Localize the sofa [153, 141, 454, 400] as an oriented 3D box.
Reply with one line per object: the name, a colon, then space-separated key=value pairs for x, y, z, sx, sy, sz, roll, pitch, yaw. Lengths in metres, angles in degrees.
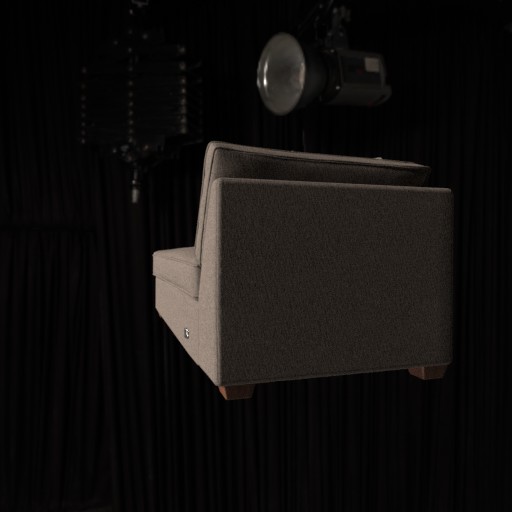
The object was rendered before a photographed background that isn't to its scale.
sofa: x=0.000 y=0.000 z=2.806 sx=1.110 sy=1.033 sz=2.237 roll=0 pitch=1 yaw=-18
